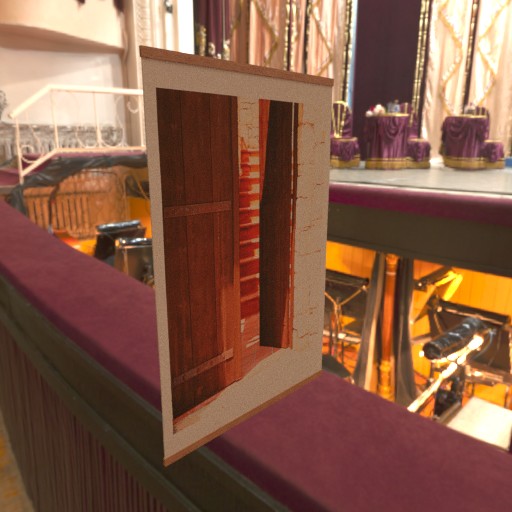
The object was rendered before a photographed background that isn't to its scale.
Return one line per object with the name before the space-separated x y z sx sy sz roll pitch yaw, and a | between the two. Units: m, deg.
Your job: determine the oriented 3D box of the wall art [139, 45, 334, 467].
wall art | 0.000 0.000 1.906 1.019 1.527 0.019 -14 19 -43
